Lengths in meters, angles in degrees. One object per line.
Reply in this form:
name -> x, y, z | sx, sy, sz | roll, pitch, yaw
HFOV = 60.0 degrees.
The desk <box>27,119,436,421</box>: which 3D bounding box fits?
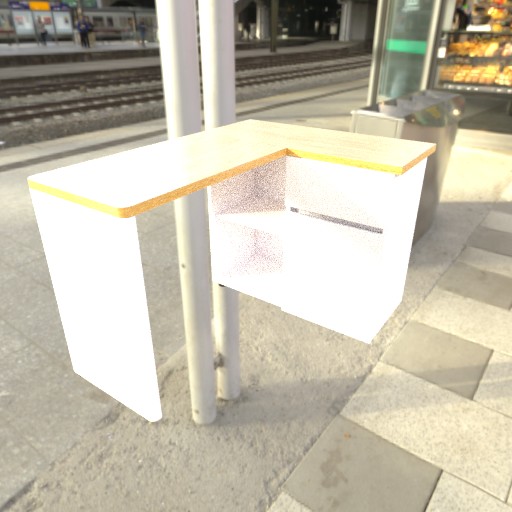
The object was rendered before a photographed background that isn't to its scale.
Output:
desk -> 0.000, 0.000, 1.711 | 0.900, 0.760, 1.170 | 18, 32, 31
